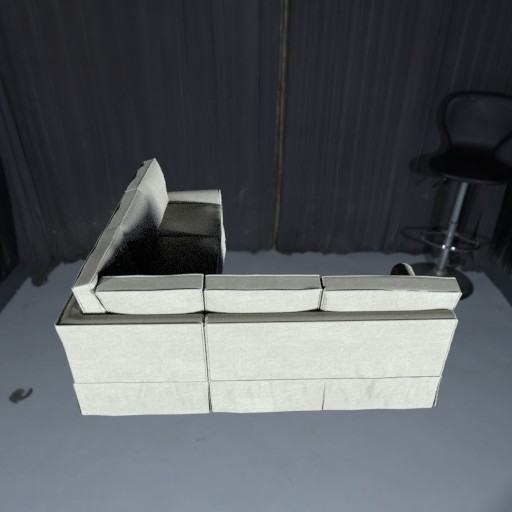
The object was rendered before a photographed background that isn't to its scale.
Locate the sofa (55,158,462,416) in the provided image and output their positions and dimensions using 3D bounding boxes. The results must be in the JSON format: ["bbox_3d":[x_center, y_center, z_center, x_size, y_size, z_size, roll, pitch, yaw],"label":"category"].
[{"bbox_3d":[0.000,0.000,4.060,2.618,1.081,2.623,-1,31,-1],"label":"sofa"}]
